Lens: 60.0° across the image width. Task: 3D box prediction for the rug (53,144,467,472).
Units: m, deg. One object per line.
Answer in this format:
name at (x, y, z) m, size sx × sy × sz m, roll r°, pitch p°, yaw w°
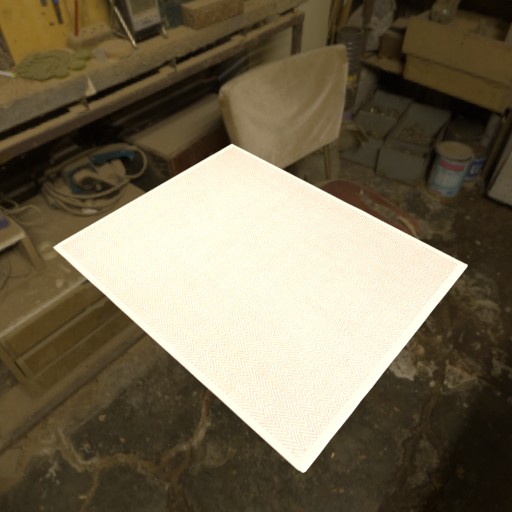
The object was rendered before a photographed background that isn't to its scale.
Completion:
rug at (0.000, 0.000, 4.111) m, size 3.009 × 0.019 × 2.423 m, roll 33°, pitch 55°, yaw 28°
